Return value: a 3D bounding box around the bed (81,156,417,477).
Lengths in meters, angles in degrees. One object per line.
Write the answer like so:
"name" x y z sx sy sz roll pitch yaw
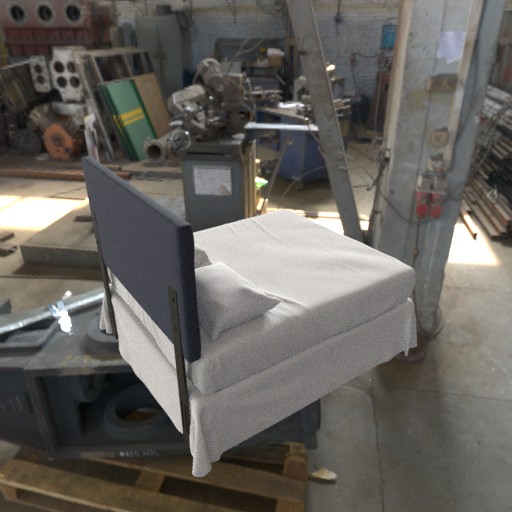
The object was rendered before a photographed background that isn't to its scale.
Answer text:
"bed" 0.000 0.000 3.569 2.222 1.577 1.936 -18 32 -31
